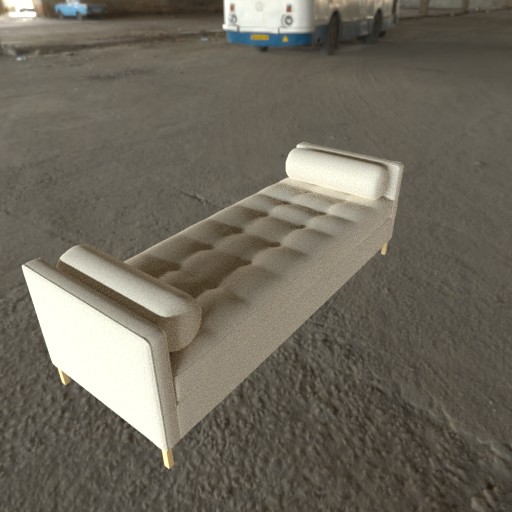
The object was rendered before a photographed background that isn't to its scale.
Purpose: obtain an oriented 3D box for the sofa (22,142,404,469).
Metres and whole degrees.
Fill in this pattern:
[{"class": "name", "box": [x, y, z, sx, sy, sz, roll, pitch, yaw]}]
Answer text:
[{"class": "sofa", "box": [0.000, 0.000, 2.298, 0.746, 0.641, 1.985, 21, 37, 31]}]
